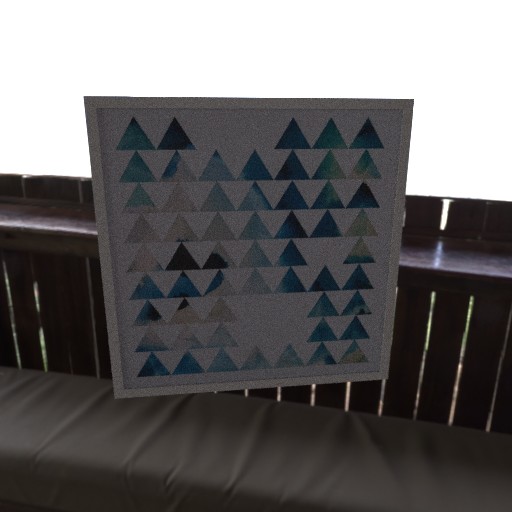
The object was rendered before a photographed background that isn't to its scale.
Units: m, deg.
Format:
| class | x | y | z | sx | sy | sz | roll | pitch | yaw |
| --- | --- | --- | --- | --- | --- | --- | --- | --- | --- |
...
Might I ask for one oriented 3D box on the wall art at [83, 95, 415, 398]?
| class | x | y | z | sx | sy | sz | roll | pitch | yaw |
| --- | --- | --- | --- | --- | --- | --- | --- | --- | --- |
| wall art | 0.000 | 0.000 | 0.825 | 0.557 | 0.557 | 0.012 | -2 | 17 | -7 |
